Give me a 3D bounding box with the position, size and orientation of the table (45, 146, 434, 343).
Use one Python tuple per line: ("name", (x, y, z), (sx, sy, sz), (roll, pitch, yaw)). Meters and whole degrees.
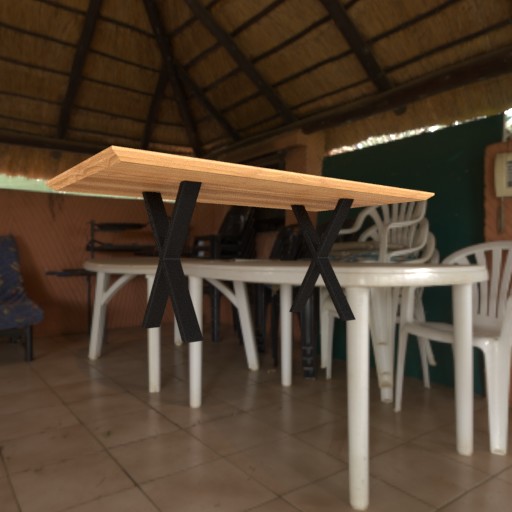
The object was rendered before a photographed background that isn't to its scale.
("table", (0.000, 0.000, 2.522), (2.000, 0.770, 1.000), (0, 1, -37))
